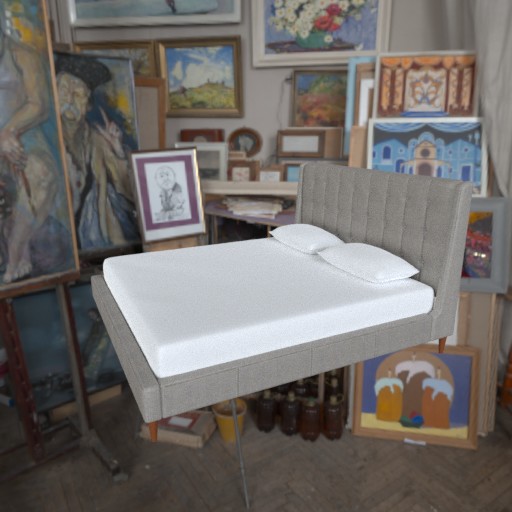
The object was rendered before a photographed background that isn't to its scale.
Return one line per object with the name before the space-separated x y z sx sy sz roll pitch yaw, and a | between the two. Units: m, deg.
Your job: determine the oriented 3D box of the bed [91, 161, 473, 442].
bed | 0.000 0.000 3.578 2.342 1.289 2.062 -8 18 -26
